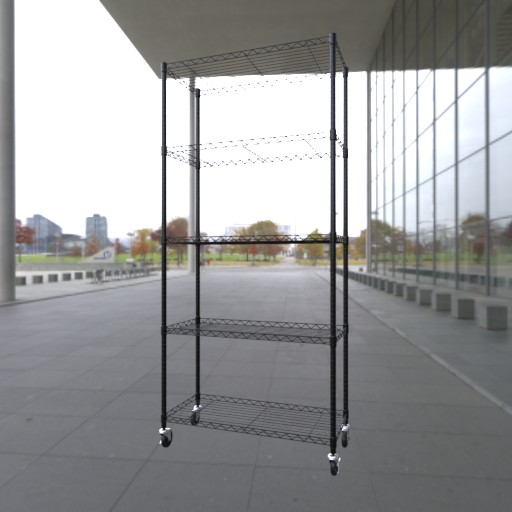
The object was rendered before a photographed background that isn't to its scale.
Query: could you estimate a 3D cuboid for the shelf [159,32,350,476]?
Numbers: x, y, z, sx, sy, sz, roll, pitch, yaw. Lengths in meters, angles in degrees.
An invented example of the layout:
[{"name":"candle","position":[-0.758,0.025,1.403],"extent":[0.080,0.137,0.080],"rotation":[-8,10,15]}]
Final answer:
[{"name":"shelf","position":[0.000,0.000,1.912],"extent":[0.762,1.645,0.356],"rotation":[0,0,20]}]
